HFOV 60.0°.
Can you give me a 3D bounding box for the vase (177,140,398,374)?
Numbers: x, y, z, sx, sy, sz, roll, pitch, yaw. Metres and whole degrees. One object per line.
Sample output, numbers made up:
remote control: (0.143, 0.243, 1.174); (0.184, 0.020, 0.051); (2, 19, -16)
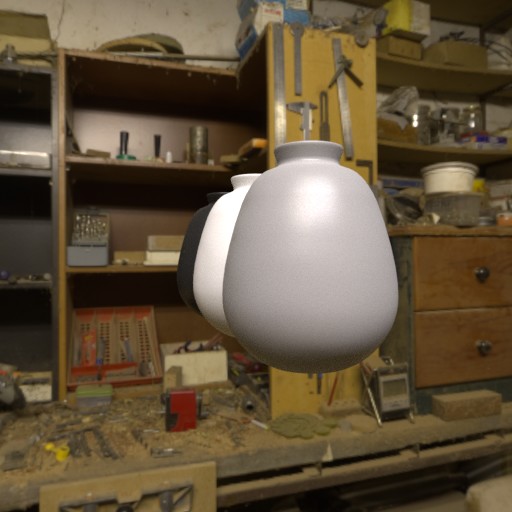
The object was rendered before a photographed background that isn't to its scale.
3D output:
vase: (0.000, 0.000, 0.347); (0.097, 0.122, 0.297); (0, 0, -17)
